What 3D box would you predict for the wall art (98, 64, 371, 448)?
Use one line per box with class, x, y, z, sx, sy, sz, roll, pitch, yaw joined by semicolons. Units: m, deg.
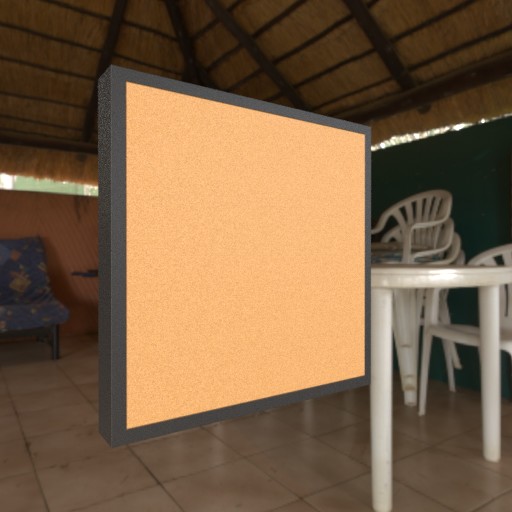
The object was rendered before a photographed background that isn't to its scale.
wall art;0.000;0.000;0.452;0.304;0.304;0.038;0;0;-35
